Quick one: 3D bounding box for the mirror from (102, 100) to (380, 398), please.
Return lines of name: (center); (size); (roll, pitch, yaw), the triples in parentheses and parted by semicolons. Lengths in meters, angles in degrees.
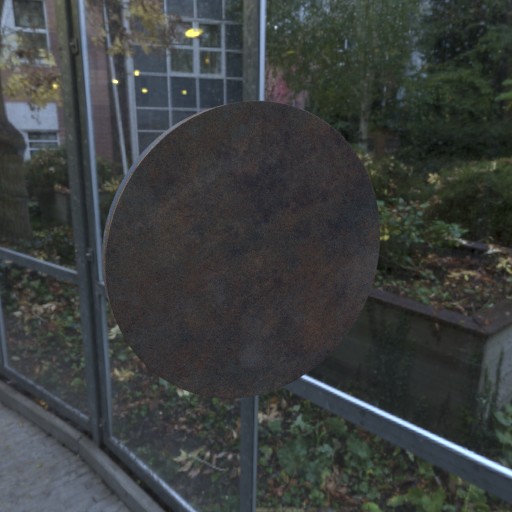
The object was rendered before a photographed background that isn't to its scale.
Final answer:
mirror: (0.000, 0.000, 0.889); (0.585, 0.585, 0.061); (-7, 15, -25)
